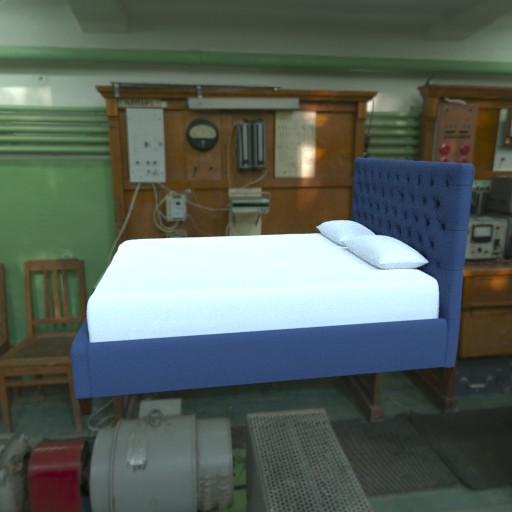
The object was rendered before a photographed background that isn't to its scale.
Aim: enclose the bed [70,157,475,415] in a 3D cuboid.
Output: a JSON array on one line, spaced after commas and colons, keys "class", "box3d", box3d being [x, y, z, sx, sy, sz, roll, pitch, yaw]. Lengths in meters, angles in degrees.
[{"class": "bed", "box3d": [0.000, 0.000, 3.380, 2.387, 1.427, 1.706, -2, 14, -9]}]
